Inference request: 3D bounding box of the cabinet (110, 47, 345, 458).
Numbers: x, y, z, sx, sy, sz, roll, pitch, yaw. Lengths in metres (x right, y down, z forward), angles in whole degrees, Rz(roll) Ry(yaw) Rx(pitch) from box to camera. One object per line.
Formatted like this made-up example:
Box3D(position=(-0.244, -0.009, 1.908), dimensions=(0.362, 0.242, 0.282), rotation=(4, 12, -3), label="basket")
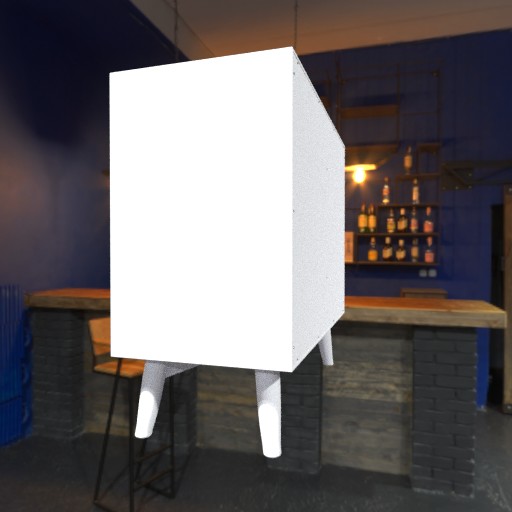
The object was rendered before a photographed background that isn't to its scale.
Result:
Box3D(position=(0.000, 0.000, 1.240), dimensions=(0.398, 0.761, 0.800), rotation=(0, 1, 18), label="cabinet")
